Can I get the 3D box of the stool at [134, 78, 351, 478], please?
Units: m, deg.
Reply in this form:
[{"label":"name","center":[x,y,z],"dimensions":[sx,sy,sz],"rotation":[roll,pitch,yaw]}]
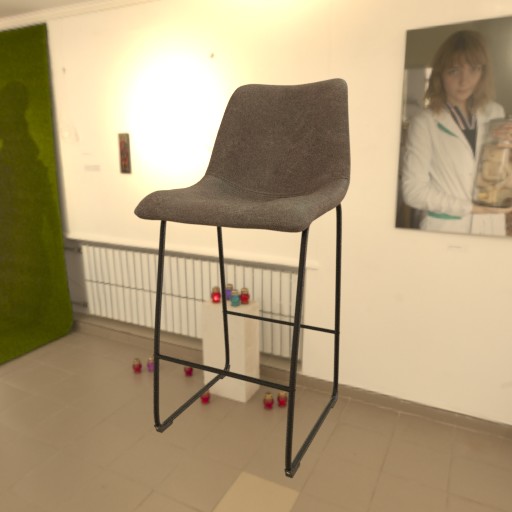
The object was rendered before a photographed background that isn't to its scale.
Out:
[{"label":"stool","center":[0.000,0.000,1.378],"dimensions":[0.514,1.082,0.561],"rotation":[7,15,26]}]
